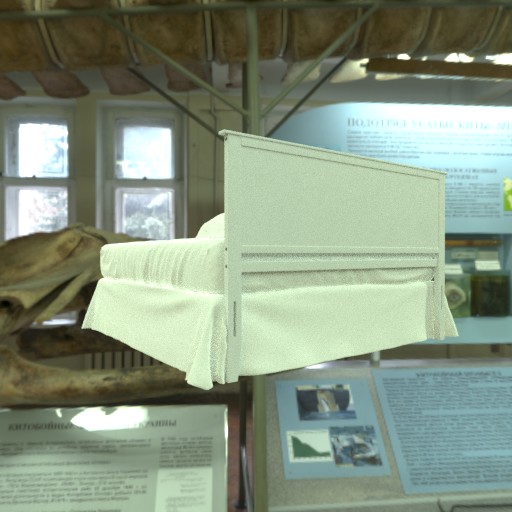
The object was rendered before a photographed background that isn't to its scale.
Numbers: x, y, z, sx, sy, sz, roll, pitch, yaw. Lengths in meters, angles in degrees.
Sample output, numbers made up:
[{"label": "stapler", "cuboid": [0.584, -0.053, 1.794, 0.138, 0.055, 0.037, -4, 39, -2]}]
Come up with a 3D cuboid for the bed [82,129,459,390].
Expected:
[{"label": "bed", "cuboid": [0.000, 0.000, 3.638, 2.317, 1.273, 2.215, 0, 0, -36]}]
